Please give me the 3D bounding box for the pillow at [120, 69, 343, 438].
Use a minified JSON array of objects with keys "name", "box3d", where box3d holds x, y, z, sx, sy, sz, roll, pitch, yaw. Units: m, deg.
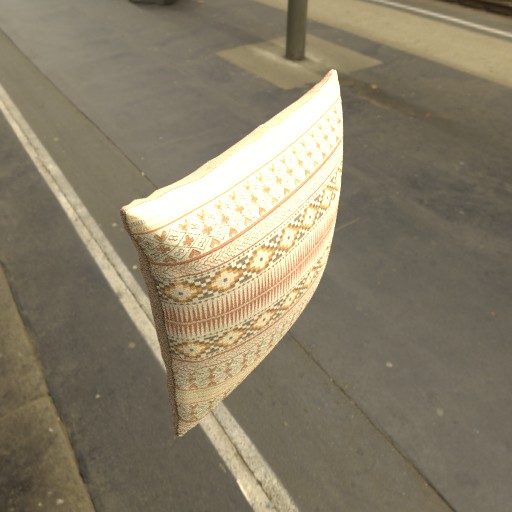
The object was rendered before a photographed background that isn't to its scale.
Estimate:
[{"name":"pillow","box3d":[0.000,0.000,0.805,0.215,0.519,0.521,24,47,25]}]
